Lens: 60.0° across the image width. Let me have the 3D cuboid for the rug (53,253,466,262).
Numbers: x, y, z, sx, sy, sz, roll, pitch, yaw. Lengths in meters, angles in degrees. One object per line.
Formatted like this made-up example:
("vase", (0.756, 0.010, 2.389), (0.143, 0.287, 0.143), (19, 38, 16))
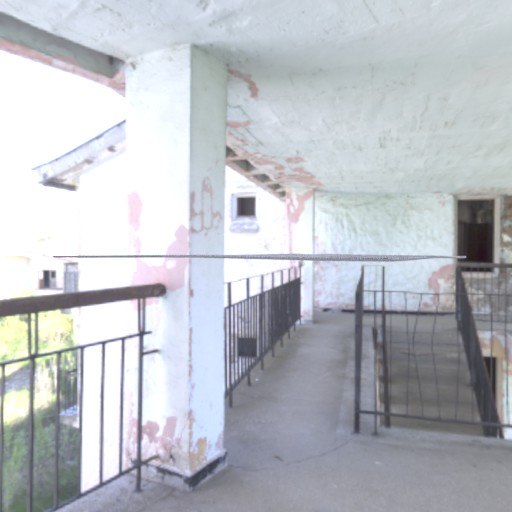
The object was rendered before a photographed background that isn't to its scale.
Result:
("rug", (0.000, 0.000, 2.265), (1.789, 0.021, 1.159), (0, 1, 35))
